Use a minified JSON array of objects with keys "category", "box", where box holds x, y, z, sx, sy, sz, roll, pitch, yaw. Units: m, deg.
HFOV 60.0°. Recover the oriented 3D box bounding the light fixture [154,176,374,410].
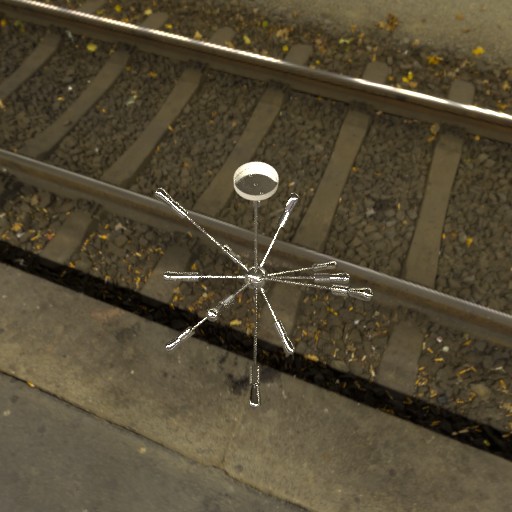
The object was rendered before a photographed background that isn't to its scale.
[{"category":"light fixture","box":[0.000,0.000,1.088,0.509,0.558,0.684,0,58,0]}]
